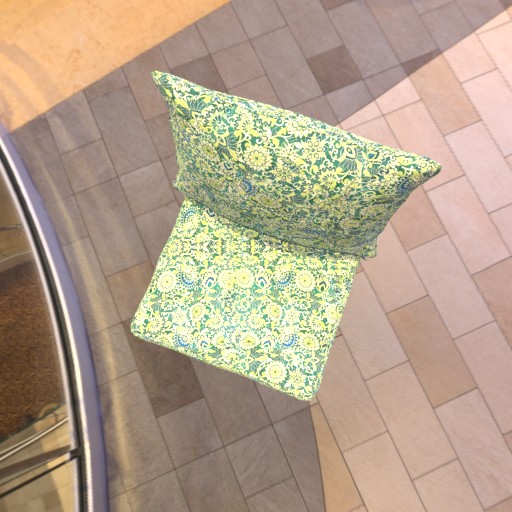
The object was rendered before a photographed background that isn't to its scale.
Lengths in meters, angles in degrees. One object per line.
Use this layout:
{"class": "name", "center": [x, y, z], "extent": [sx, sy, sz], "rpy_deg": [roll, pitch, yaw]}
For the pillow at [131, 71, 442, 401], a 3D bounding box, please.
{"class": "pillow", "center": [0.000, 0.000, 1.377], "extent": [0.798, 0.722, 0.740], "rpy_deg": [20, 78, 4]}
